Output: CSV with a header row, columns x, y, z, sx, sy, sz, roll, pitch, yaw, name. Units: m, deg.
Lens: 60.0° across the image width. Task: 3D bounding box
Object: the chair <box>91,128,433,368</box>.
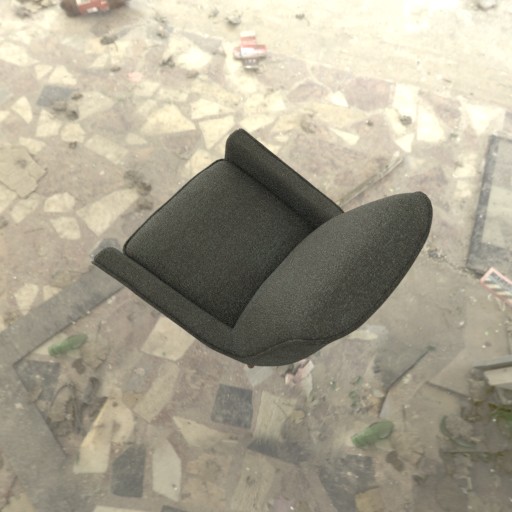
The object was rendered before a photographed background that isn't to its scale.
x,y,z,sx,sy,sz,roll,pitch,yaw,name
0.000,0.000,1.514,0.859,0.883,0.763,37,70,16,chair
